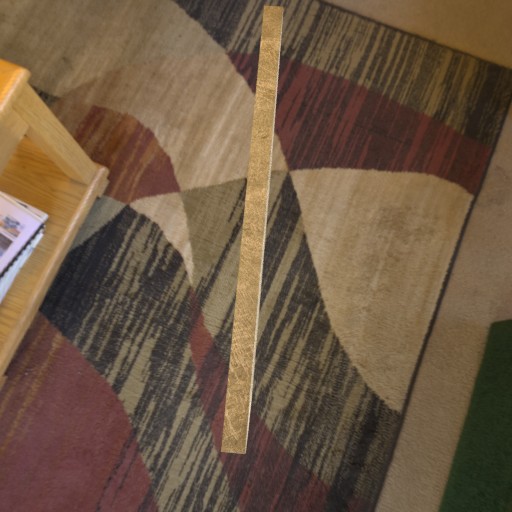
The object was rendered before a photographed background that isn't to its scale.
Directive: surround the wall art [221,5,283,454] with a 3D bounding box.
[{"bbox_3d":[0.000,0.000,1.568,0.051,1.091,1.092,5,77,1],"label":"wall art"}]
